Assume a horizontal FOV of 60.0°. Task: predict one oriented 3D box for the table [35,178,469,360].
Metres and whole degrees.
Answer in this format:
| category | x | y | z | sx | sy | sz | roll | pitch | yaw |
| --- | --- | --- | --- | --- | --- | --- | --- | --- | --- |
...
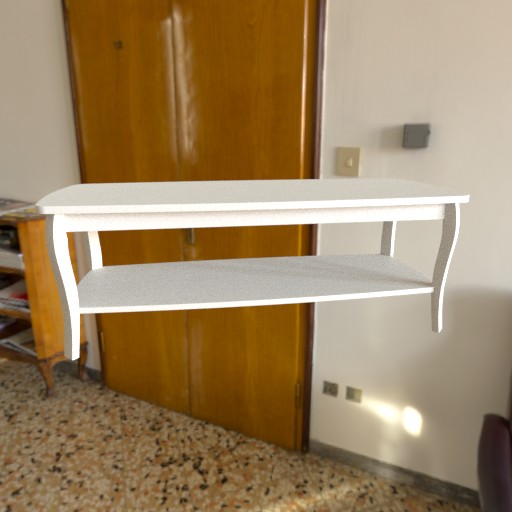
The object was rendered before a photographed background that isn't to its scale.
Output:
| category | x | y | z | sx | sy | sz | roll | pitch | yaw |
| --- | --- | --- | --- | --- | --- | --- | --- | --- | --- |
| table | 0.000 | 0.000 | 1.580 | 1.334 | 0.474 | 0.561 | -3 | 16 | -9 |
